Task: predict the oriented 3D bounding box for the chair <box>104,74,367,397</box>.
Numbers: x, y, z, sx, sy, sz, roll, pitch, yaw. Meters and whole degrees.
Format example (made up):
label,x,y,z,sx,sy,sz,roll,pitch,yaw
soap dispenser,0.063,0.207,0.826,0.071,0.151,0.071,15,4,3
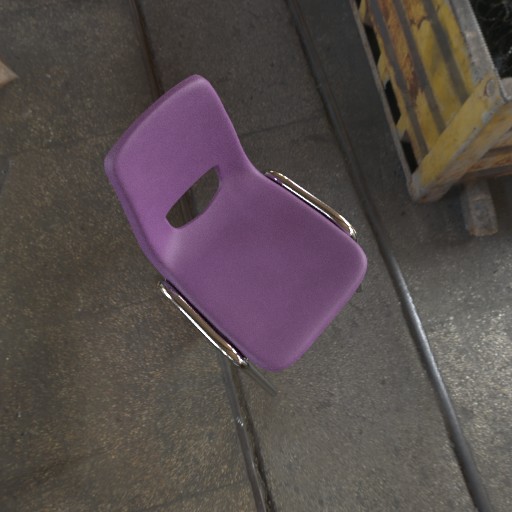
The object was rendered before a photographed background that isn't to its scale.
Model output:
label,x,y,z,sx,sy,sz,roll,pitch,yaw
chair,0.000,0.000,0.847,0.419,0.584,0.356,40,78,10
